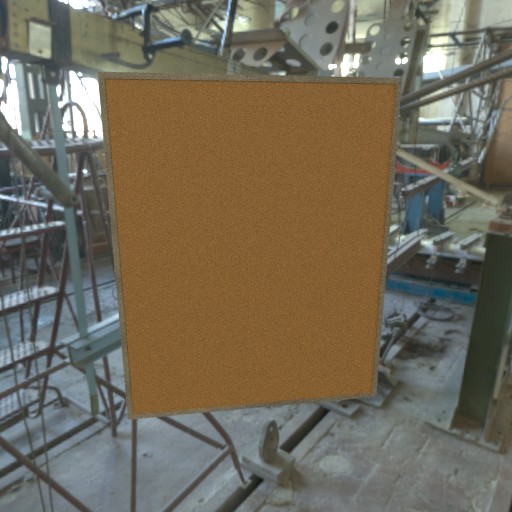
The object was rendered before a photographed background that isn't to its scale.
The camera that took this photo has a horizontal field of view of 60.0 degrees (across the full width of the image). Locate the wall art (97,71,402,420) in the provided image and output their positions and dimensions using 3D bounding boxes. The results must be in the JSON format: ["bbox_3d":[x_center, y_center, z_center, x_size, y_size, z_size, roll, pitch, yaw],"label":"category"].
[{"bbox_3d":[0.000,0.000,0.689,0.421,0.521,0.032,-2,15,-9],"label":"wall art"}]
